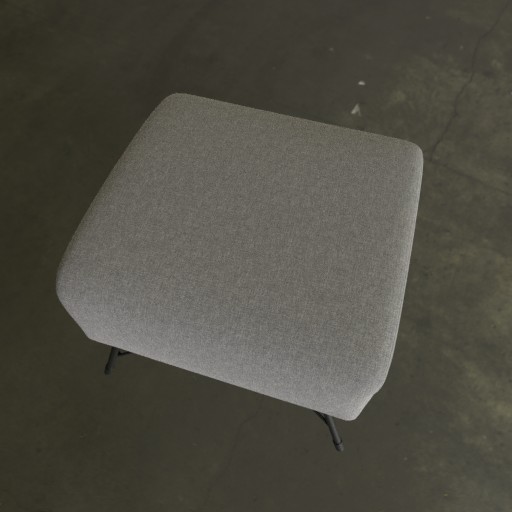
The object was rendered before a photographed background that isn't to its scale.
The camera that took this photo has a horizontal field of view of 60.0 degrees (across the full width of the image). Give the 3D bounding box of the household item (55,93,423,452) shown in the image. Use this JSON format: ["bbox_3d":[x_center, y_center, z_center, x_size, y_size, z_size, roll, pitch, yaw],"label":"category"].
[{"bbox_3d":[0.000,0.000,0.879,0.530,0.410,0.530,15,59,9],"label":"household item"}]
